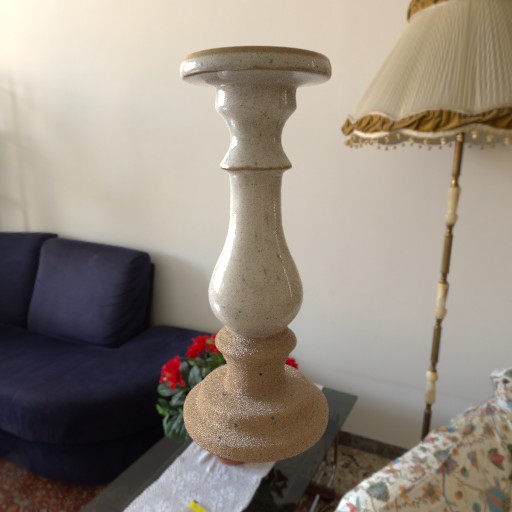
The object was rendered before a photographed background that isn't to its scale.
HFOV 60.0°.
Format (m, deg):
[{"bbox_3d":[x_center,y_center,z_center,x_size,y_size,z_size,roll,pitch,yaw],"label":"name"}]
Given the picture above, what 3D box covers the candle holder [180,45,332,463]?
[{"bbox_3d":[0.000,0.000,0.248,0.088,0.203,0.088,0,14,0],"label":"candle holder"}]
